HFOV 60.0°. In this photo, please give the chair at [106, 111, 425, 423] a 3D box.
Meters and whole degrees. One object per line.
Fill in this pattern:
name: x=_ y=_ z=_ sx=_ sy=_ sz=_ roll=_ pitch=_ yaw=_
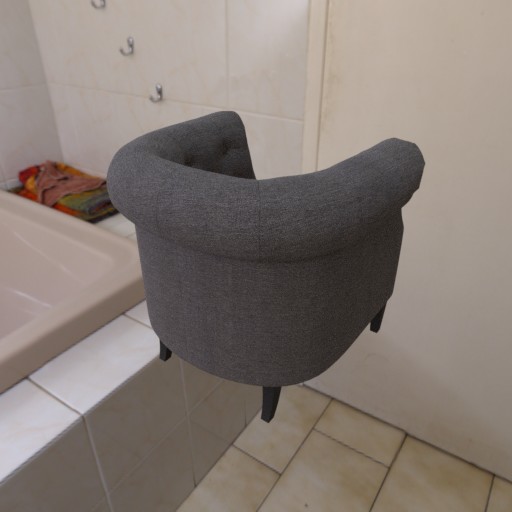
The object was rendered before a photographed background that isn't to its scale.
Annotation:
chair: x=0.000 y=0.000 z=1.571 sx=0.905 sy=0.827 sz=0.852 roll=20 pitch=36 yaw=31
